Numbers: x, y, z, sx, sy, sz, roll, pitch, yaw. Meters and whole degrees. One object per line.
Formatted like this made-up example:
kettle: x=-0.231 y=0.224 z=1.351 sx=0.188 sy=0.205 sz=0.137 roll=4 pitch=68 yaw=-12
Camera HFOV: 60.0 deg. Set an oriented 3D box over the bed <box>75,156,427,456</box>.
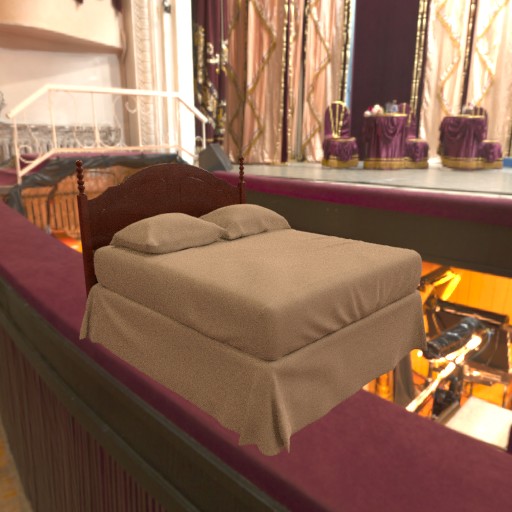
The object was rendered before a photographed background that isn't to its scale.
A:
bed: x=0.000 y=0.000 z=3.206 sx=2.040 sy=1.356 sz=1.873 roll=14 pitch=19 yaw=43
